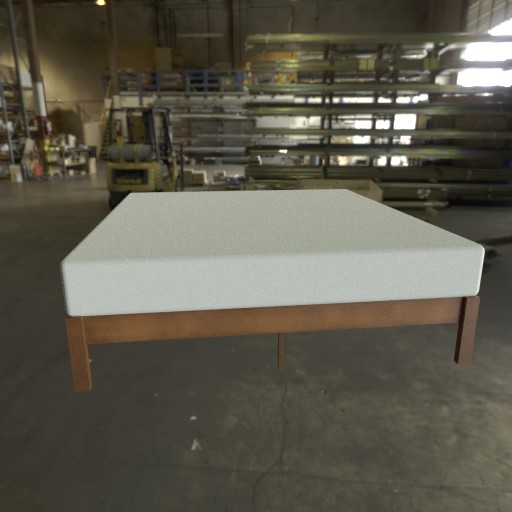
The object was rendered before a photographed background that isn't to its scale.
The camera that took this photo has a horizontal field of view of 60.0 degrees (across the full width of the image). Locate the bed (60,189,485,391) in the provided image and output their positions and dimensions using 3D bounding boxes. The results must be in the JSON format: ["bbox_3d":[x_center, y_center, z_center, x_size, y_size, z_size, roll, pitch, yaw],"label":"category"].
[{"bbox_3d":[0.000,0.000,3.014,1.930,0.616,2.049,-2,16,-7],"label":"bed"}]
